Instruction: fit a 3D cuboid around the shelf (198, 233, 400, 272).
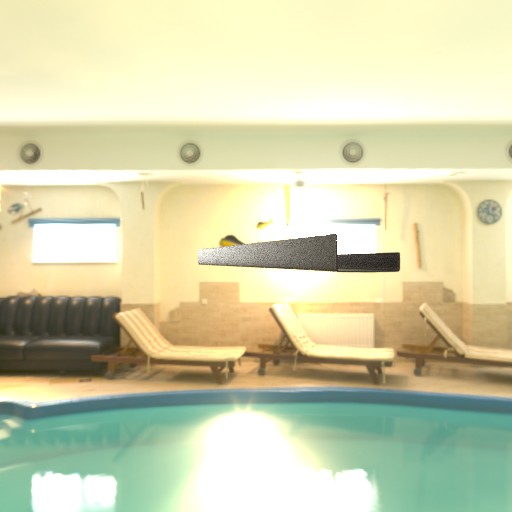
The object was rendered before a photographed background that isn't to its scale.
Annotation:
[{"bbox_3d":[0.000,0.000,0.995,0.092,0.049,0.924,0,-1,-18],"label":"shelf"}]
